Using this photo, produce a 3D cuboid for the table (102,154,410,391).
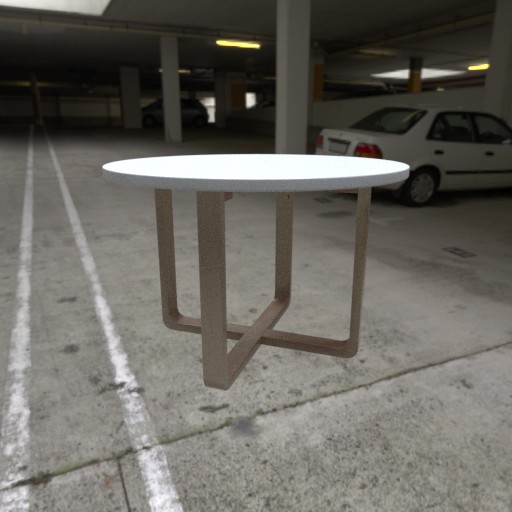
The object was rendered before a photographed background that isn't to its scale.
[{"bbox_3d":[0.000,0.000,0.967,0.600,0.400,0.600,0,16,0],"label":"table"}]
